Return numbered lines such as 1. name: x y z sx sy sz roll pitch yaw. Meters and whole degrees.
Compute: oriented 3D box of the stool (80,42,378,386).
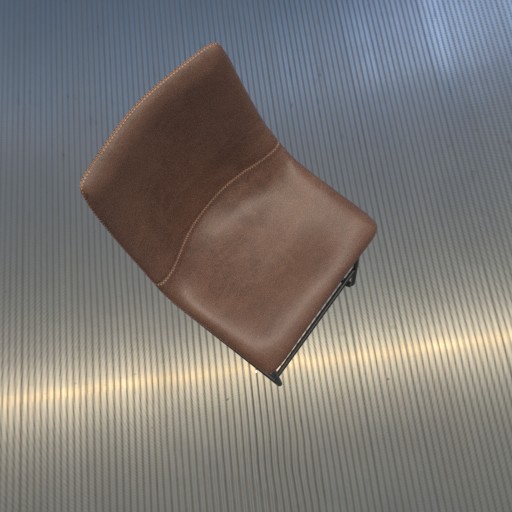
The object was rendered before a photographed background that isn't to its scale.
1. stool: 0.000 0.000 1.176 0.550 0.890 0.460 37 78 9
